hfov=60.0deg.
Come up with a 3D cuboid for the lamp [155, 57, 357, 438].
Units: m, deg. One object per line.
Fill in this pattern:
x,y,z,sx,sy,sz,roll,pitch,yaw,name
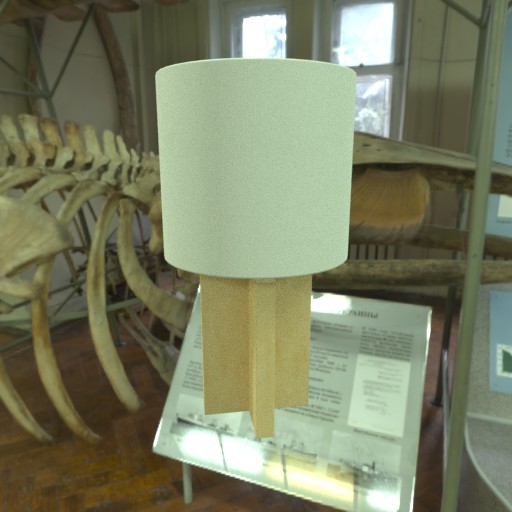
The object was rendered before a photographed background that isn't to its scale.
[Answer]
0.000,0.000,0.565,0.229,0.428,0.229,-2,14,-9,lamp
